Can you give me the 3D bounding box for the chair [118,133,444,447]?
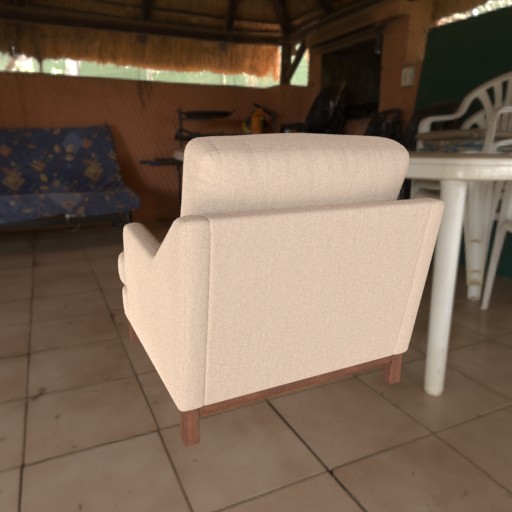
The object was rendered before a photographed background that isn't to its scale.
[{"bbox_3d":[0.000,0.000,1.731,0.912,0.916,1.001,-7,16,-25],"label":"chair"}]
